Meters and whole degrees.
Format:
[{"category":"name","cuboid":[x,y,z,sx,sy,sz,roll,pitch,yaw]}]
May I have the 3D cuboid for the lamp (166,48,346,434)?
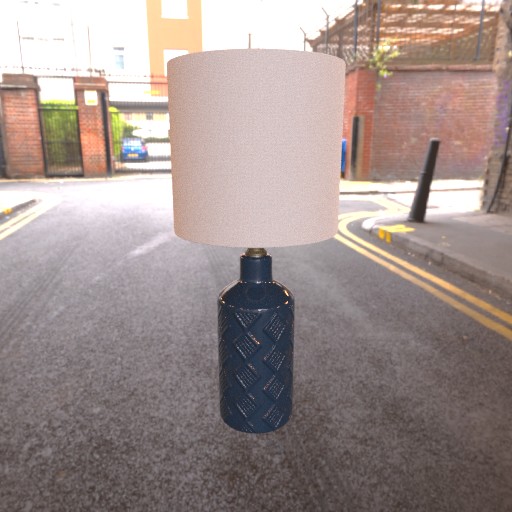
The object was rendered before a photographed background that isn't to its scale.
[{"category":"lamp","cuboid":[0.000,0.000,0.578,0.207,0.461,0.207,8,16,27]}]
